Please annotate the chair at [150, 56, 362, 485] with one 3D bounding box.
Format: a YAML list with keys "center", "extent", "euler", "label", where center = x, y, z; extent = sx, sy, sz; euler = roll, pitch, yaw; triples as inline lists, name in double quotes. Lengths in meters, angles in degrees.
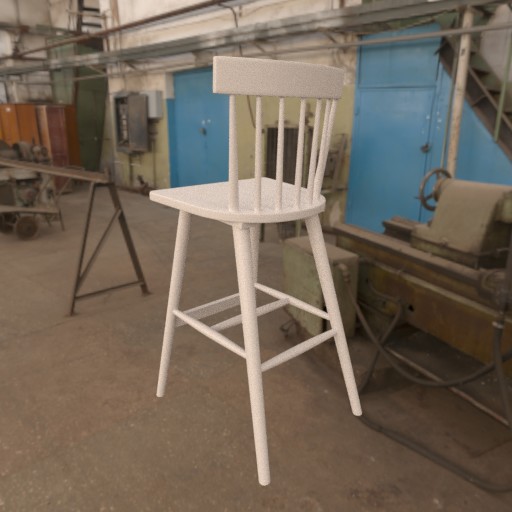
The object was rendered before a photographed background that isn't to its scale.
- center: [0.000, 0.000, 1.389]
  extent: [0.483, 1.092, 0.572]
  euler: [-15, 23, -40]
  label: "chair"
